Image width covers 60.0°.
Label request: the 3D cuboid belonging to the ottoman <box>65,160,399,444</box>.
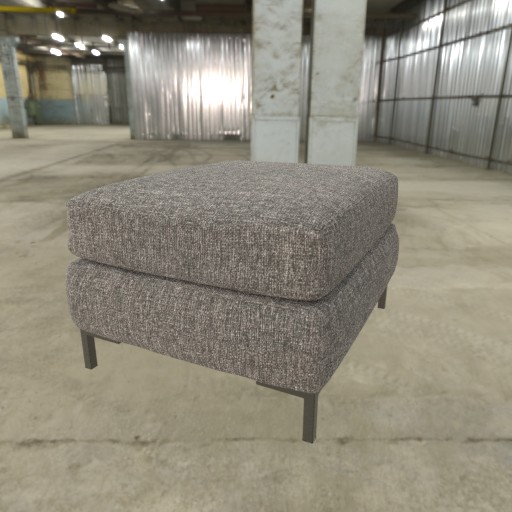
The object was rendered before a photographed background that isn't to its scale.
[{"bbox_3d":[0.000,0.000,1.250,0.683,0.480,0.828,9,20,25],"label":"ottoman"}]
